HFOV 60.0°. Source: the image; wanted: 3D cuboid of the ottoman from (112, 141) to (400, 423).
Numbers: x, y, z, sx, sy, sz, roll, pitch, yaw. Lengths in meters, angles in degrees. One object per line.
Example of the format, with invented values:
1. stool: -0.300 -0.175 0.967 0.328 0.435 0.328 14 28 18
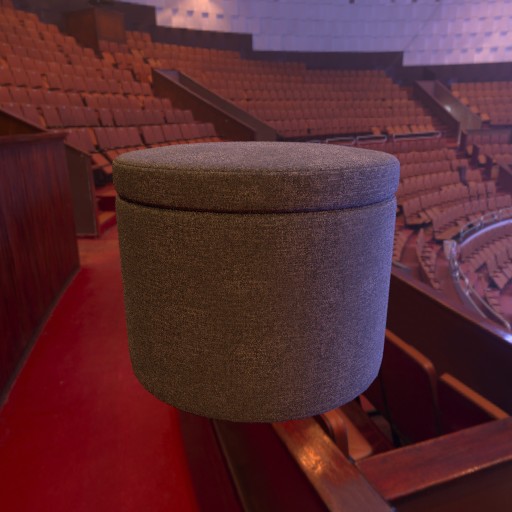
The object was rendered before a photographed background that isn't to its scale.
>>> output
1. ottoman: 0.000 0.000 0.856 0.500 0.419 0.500 0 17 0
